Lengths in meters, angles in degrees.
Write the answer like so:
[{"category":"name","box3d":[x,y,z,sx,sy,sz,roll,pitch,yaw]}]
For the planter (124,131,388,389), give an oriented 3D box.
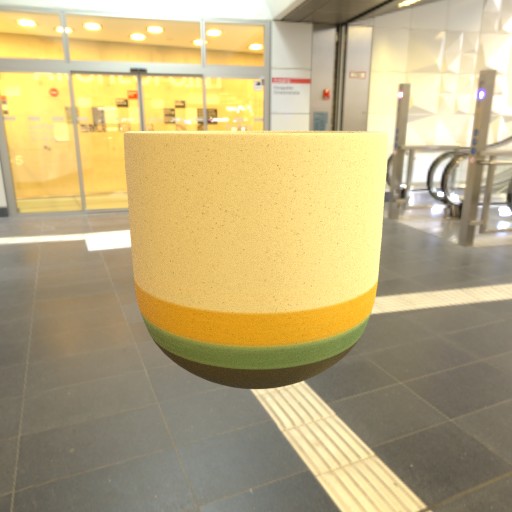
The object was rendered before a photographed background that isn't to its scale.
[{"category":"planter","box3d":[0.000,0.000,0.499,0.268,0.270,0.268,0,16,0]}]
